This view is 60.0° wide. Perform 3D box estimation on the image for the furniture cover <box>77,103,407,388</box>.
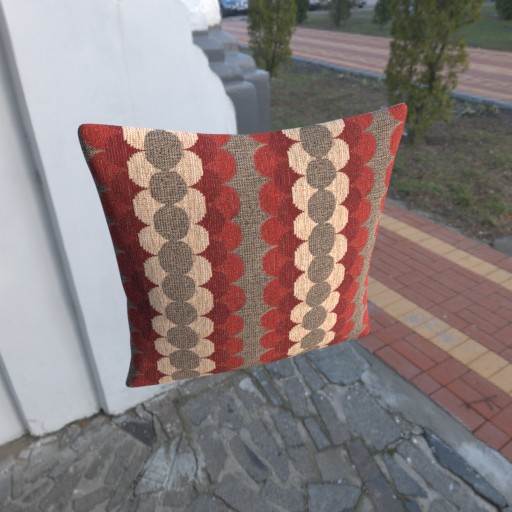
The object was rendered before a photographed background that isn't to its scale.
[{"bbox_3d":[0.000,0.000,0.655,0.435,0.420,0.145,-9,33,-15],"label":"furniture cover"}]
